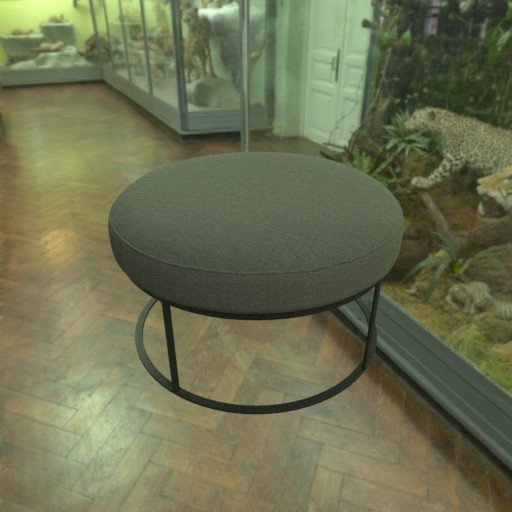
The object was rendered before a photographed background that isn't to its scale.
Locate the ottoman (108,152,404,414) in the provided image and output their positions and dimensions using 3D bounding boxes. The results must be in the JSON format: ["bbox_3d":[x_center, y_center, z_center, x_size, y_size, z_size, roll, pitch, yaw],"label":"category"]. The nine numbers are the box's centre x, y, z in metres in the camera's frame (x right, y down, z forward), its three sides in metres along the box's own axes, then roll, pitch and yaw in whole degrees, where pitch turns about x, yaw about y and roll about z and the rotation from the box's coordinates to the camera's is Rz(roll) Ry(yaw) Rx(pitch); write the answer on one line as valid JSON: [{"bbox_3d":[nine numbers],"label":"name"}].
[{"bbox_3d":[0.000,0.000,1.266,0.772,0.460,0.772,0,29,0],"label":"ottoman"}]
